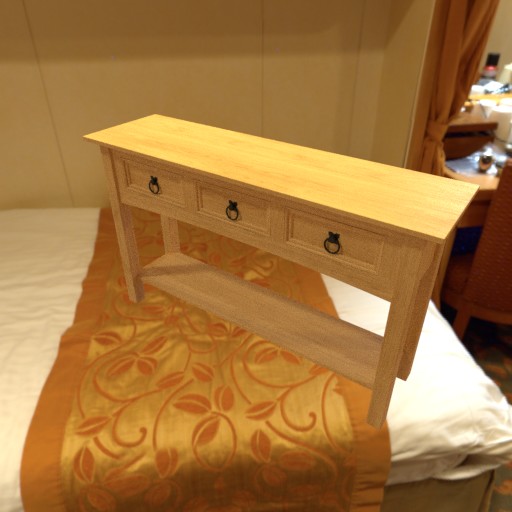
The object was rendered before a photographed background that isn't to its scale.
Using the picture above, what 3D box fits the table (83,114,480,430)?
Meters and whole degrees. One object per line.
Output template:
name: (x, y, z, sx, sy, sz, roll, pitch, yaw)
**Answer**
table: (0.000, 0.000, 1.576, 1.240, 0.730, 0.350, 21, 38, 29)
